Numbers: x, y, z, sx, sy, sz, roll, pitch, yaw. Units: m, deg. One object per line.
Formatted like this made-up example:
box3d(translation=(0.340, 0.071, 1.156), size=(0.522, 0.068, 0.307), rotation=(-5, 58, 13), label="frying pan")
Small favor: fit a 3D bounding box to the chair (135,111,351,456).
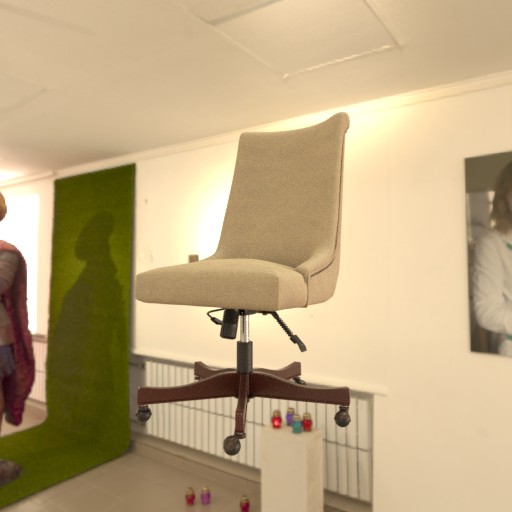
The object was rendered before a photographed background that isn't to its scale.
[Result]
box3d(translation=(0.000, 0.000, 1.469), size=(0.645, 1.010, 0.696), rotation=(-1, -2, 34), label="chair")
